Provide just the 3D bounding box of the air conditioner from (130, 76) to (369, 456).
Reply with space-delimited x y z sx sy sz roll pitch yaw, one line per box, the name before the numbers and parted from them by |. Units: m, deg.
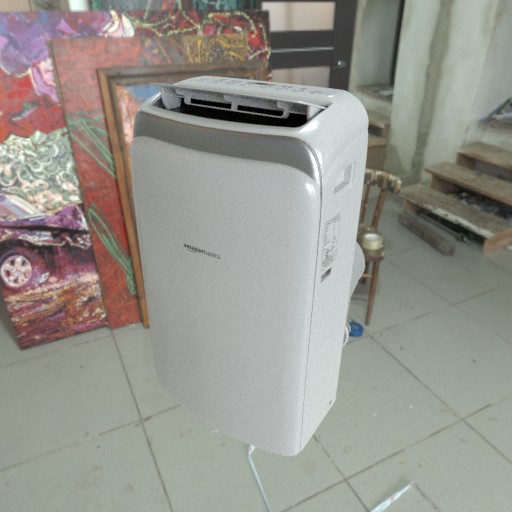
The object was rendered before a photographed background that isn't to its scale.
air conditioner | 0.000 0.000 1.045 0.449 0.786 0.414 19 35 29
